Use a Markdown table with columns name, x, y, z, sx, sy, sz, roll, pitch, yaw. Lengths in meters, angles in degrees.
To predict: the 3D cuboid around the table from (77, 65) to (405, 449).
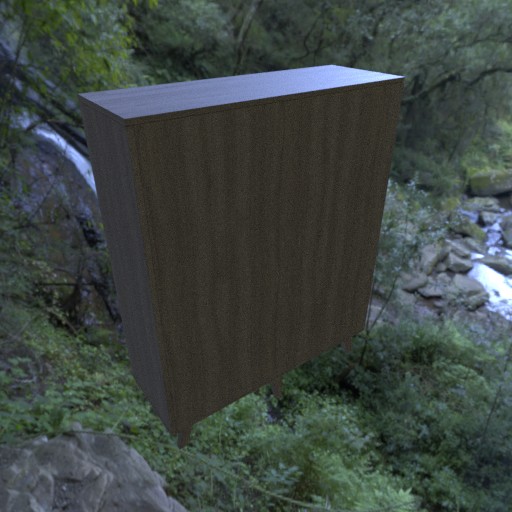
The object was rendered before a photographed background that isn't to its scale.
| name | x | y | z | sx | sy | sz | roll | pitch | yaw |
| --- | --- | --- | --- | --- | --- | --- | --- | --- | --- |
| table | 0.000 | 0.000 | 1.898 | 1.111 | 1.388 | 0.398 | -20 | 36 | -30 |
